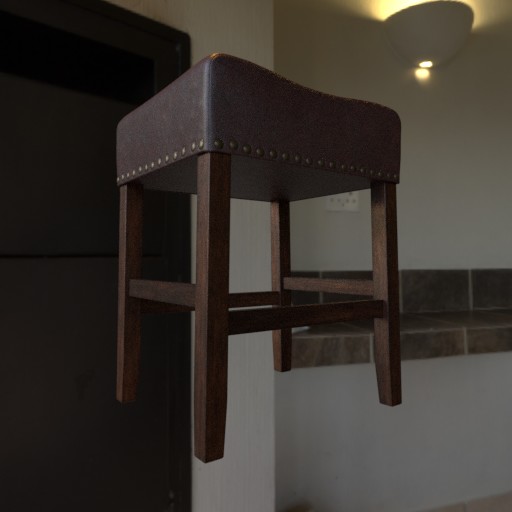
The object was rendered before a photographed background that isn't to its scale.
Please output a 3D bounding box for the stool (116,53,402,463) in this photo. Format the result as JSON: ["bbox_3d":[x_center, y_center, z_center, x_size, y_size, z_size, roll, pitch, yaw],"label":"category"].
[{"bbox_3d":[0.000,0.000,0.928,0.465,0.608,0.397,1,-1,-36],"label":"stool"}]
